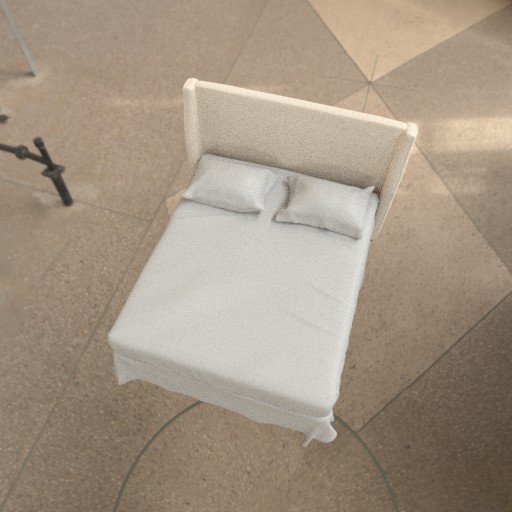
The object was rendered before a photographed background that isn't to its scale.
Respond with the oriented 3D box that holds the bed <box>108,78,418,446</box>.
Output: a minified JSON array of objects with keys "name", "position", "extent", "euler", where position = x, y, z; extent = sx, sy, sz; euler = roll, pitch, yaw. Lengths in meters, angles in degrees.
[{"name":"bed","position":[0.000,0.000,3.520],"extent":[1.925,1.332,2.276],"euler":[15,59,9]}]
